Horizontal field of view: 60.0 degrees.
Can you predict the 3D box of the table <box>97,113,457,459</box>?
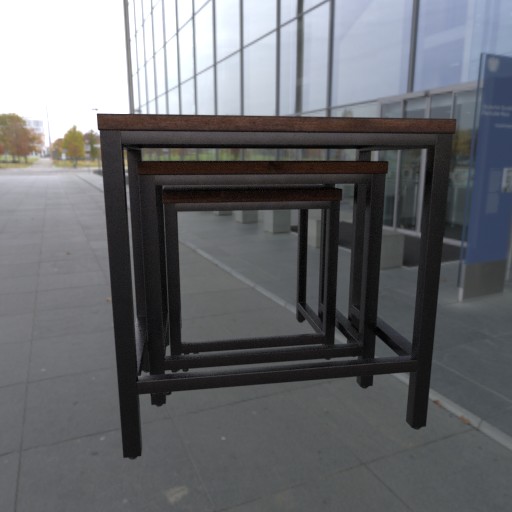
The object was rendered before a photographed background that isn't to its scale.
[{"bbox_3d":[0.000,0.000,1.115,0.608,0.616,0.660,-2,13,-9],"label":"table"}]
